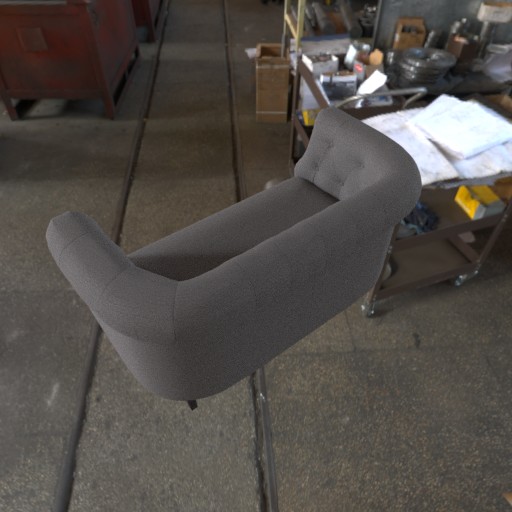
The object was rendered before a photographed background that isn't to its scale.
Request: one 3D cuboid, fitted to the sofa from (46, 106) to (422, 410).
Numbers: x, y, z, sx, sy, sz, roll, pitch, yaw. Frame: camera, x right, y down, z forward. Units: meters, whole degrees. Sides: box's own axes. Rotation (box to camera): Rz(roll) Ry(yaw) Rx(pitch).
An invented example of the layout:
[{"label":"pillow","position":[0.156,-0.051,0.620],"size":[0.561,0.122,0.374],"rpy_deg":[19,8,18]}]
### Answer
[{"label":"sofa","position":[0.000,0.000,2.058],"size":[1.558,0.827,0.835],"rpy_deg":[-29,52,-26]}]
